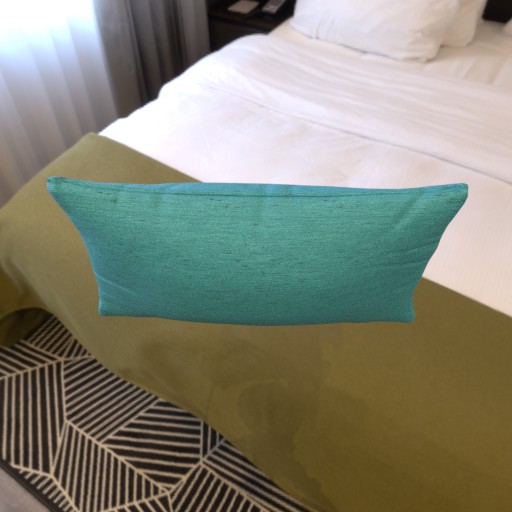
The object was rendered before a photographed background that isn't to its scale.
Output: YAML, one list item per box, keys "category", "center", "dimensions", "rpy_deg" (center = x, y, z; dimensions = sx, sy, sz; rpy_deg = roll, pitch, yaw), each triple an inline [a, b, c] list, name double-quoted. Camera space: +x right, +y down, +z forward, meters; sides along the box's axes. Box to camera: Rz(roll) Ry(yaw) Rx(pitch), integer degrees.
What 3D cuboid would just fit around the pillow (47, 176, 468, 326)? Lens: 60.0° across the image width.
- category: "pillow"
  center: [0.000, 0.000, 0.782]
  dimensions: [0.633, 0.338, 0.210]
  rpy_deg: [1, 47, 1]
